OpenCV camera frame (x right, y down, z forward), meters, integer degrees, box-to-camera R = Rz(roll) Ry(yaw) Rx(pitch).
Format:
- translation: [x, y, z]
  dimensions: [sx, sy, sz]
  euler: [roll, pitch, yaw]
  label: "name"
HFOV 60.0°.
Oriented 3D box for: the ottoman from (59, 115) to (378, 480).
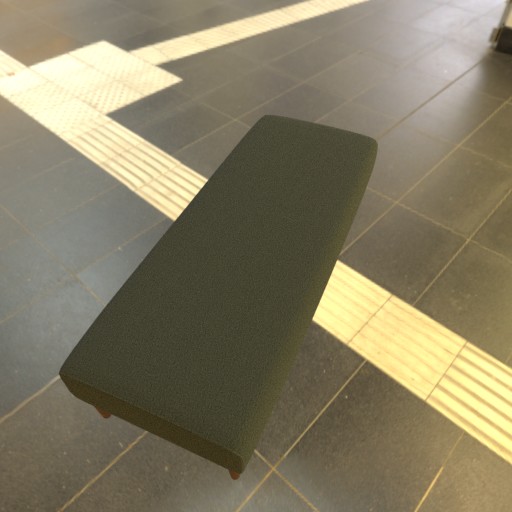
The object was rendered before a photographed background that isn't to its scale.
- translation: [0.000, 0.000, 1.848]
  dimensions: [0.646, 0.393, 1.609]
  euler: [18, 50, 16]
  label: "ottoman"
